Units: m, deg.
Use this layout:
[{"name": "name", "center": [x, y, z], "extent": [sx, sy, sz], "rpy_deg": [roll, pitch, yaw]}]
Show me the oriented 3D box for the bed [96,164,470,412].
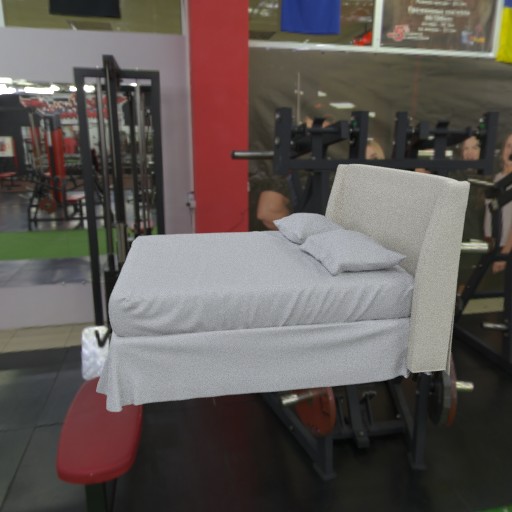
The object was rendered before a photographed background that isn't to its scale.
[{"name": "bed", "center": [0.000, 0.000, 3.492], "extent": [2.276, 1.332, 1.925], "rpy_deg": [-2, 15, -9]}]
